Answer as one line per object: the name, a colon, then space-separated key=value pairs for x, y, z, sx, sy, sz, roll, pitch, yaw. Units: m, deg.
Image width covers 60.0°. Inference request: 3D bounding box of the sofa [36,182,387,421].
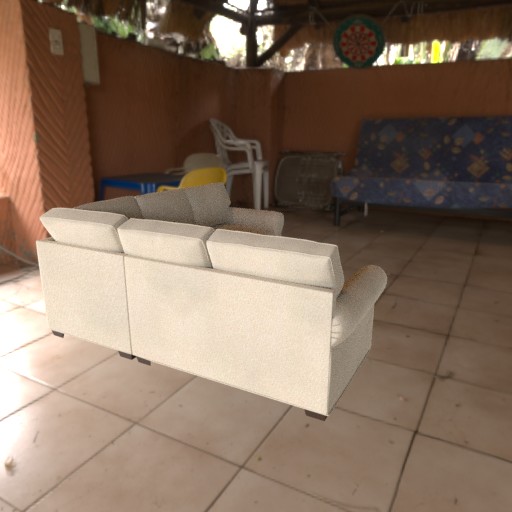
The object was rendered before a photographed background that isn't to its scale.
sofa: x=0.000 y=0.000 z=3.995 sx=2.487 sy=1.054 sz=2.569 roll=8 pitch=18 yaw=27
